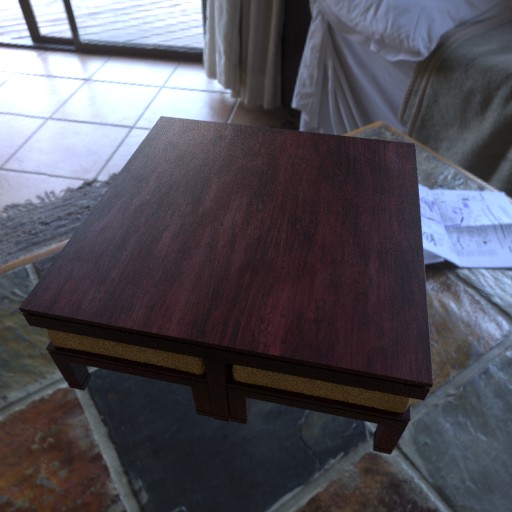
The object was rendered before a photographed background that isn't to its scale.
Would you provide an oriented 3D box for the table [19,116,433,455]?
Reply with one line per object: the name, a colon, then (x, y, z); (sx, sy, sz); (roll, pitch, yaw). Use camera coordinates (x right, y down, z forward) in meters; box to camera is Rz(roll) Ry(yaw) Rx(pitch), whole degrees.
table: (0.000, 0.000, 1.318); (0.865, 0.356, 0.865); (9, 46, 8)
